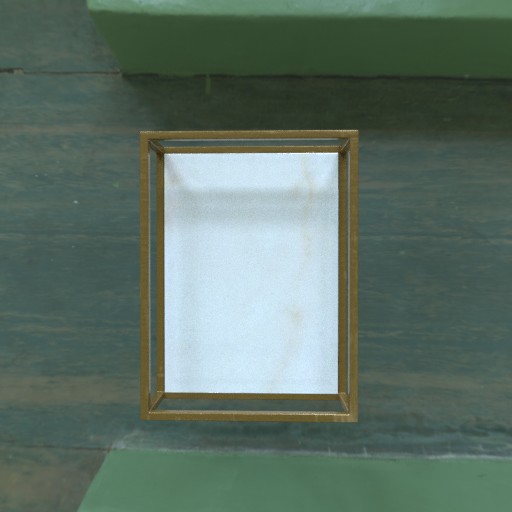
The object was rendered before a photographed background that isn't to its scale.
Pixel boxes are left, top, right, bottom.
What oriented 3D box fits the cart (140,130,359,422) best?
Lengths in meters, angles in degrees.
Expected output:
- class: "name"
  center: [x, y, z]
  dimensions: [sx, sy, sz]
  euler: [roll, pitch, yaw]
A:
- class: "cart"
  center: [0.000, 0.000, 0.998]
  dimensions: [0.332, 0.761, 0.483]
  euler: [0, 91, 2]
